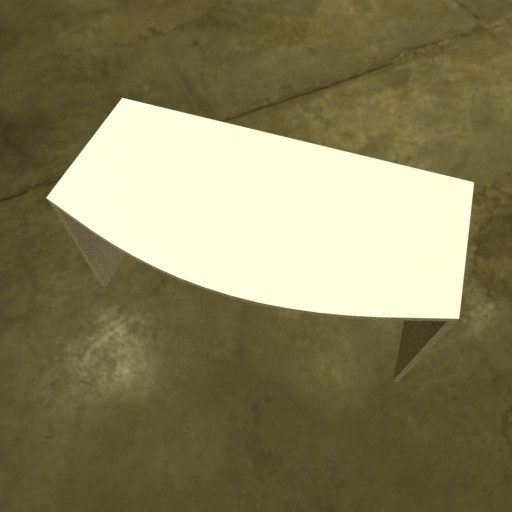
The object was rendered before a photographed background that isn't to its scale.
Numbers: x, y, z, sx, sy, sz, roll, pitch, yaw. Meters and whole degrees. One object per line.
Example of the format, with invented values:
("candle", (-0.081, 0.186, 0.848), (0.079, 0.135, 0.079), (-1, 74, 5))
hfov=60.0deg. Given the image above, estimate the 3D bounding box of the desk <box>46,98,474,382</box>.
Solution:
("desk", (0.000, 0.000, 2.057), (1.600, 0.750, 0.802), (16, 60, 10))
